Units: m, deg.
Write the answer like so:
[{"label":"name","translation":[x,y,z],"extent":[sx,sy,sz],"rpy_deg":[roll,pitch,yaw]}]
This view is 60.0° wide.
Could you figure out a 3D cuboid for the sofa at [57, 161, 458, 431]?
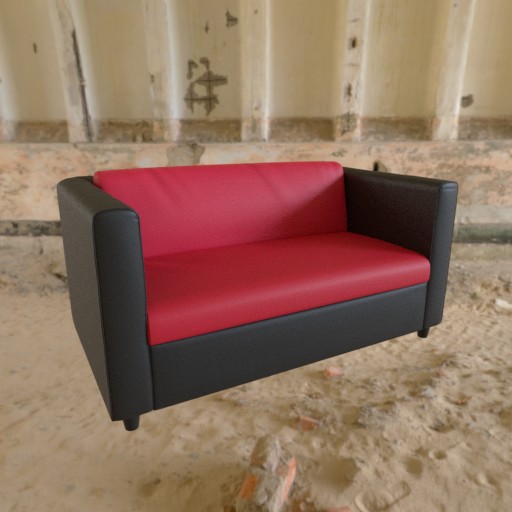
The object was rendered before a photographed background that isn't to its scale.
[{"label":"sofa","translation":[0.000,0.000,1.868],"extent":[1.410,0.735,0.845],"rpy_deg":[-9,18,-28]}]
